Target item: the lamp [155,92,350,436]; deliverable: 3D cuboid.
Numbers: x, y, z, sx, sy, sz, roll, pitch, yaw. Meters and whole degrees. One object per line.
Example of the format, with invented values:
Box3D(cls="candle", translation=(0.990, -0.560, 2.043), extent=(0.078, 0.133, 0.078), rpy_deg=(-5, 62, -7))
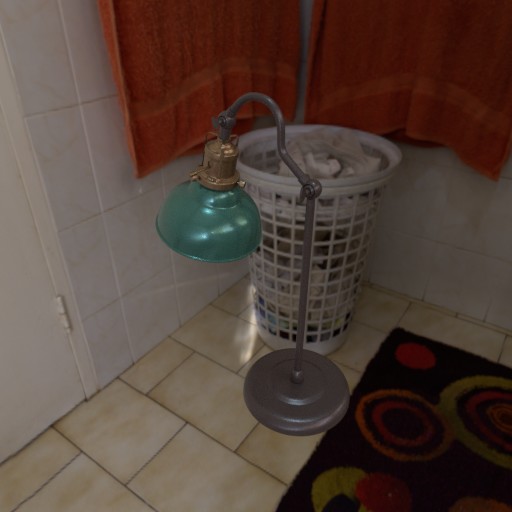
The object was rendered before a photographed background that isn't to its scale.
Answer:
Box3D(cls="lamp", translation=(0.000, 0.000, 0.719), extent=(0.374, 0.508, 0.192), rpy_deg=(22, 38, 31))
